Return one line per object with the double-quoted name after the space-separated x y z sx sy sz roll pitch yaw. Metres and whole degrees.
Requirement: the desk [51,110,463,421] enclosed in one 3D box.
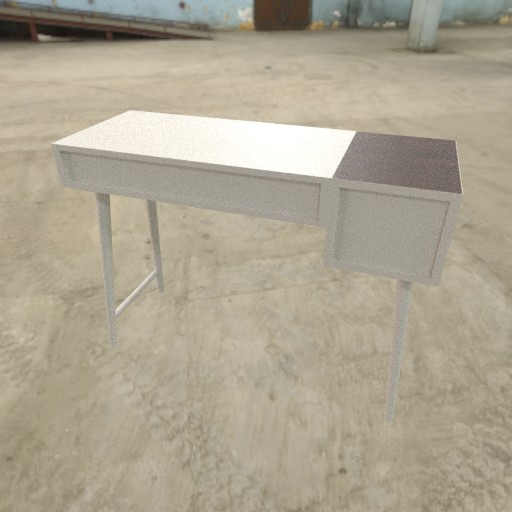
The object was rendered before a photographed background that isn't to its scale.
0.000 0.000 1.452 1.069 0.761 0.409 10 33 16 "desk"
